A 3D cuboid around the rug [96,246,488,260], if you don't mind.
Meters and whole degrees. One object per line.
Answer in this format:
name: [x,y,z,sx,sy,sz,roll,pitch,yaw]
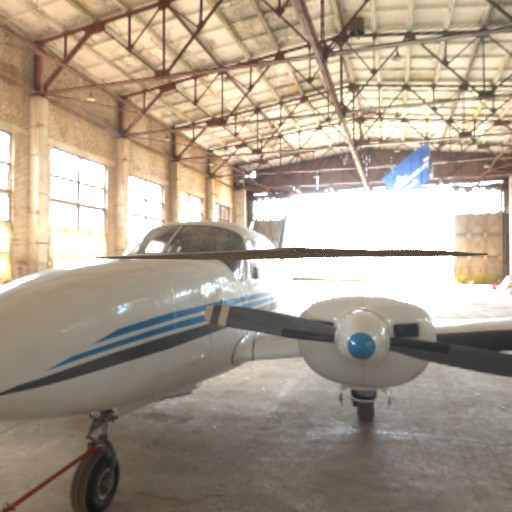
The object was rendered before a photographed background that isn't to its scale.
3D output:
rug: [0.000,0.000,1.074,0.511,0.008,0.869,1,-1,-36]
